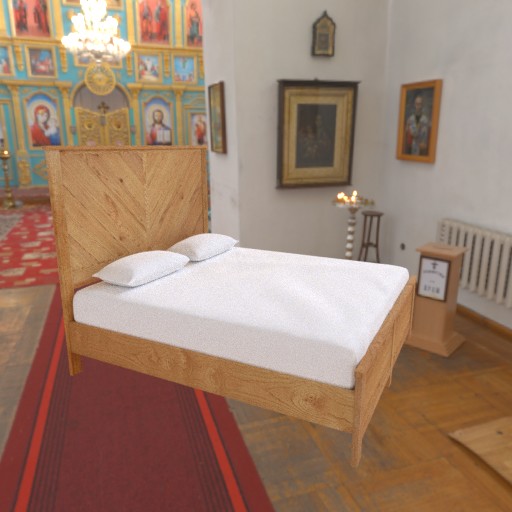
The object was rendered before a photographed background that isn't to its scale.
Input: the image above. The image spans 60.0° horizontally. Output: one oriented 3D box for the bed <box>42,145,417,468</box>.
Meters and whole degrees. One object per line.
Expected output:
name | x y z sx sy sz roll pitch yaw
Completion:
bed | 0.000 0.000 4.012 2.530 1.938 2.225 7 16 26
